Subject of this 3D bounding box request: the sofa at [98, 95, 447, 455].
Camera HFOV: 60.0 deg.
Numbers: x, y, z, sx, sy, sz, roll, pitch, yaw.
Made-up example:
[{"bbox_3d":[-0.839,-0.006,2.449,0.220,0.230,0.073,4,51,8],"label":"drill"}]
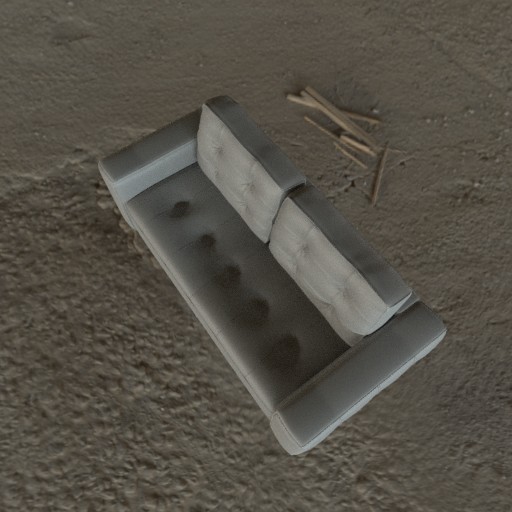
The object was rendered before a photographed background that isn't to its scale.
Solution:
[{"bbox_3d":[0.000,0.000,2.250,0.833,0.893,1.726,-33,68,-15],"label":"sofa"}]
